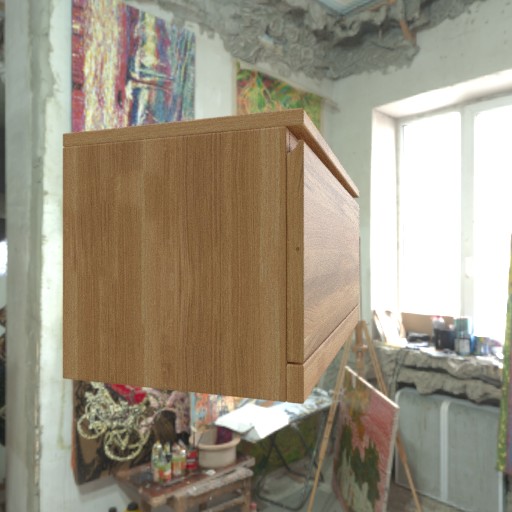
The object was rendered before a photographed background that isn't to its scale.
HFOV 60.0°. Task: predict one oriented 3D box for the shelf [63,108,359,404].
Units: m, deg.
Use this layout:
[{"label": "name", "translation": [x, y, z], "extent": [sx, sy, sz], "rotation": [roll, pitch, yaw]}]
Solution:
[{"label": "shelf", "translation": [0.000, 0.000, 1.039], "extent": [0.400, 0.400, 0.800], "rotation": [0, 0, 18]}]
